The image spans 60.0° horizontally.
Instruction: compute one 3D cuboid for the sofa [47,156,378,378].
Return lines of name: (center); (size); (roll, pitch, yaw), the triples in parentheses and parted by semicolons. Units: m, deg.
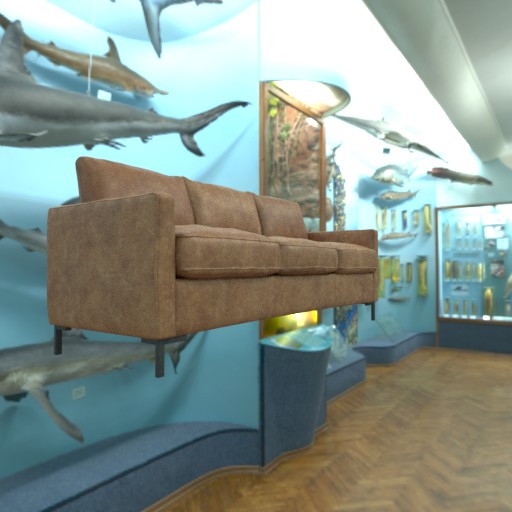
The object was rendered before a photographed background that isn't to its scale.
sofa: (0.000, 0.000, 2.459); (0.748, 0.863, 2.029); (-1, -1, 36)
